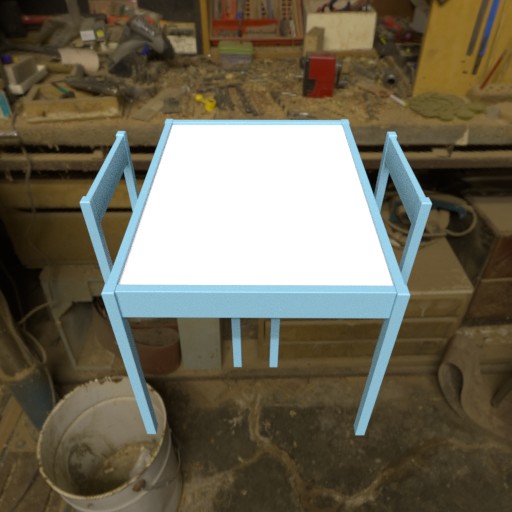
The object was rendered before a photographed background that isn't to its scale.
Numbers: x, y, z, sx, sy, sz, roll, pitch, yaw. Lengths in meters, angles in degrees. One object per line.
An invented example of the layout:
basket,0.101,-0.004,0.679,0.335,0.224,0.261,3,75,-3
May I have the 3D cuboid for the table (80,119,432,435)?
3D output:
table,0.000,0.000,1.063,0.633,0.503,0.639,0,41,0
